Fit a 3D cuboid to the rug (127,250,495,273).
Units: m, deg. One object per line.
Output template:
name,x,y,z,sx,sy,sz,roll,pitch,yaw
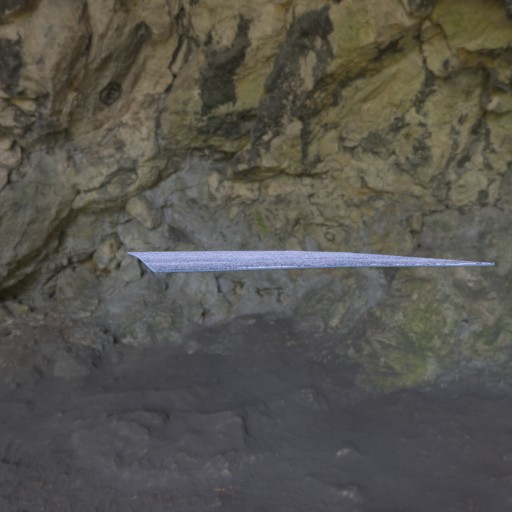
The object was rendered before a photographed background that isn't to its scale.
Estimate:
rug,0.000,0.000,2.170,1.145,0.021,1.777,-1,2,-18
